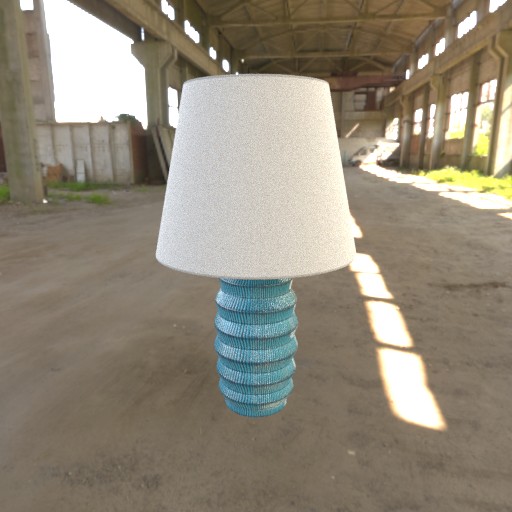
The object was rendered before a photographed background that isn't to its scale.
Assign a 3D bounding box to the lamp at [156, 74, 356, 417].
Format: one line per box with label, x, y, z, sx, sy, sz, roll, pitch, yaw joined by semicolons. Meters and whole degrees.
lamp;0.000;0.000;0.804;0.355;0.582;0.355;0;14;0
